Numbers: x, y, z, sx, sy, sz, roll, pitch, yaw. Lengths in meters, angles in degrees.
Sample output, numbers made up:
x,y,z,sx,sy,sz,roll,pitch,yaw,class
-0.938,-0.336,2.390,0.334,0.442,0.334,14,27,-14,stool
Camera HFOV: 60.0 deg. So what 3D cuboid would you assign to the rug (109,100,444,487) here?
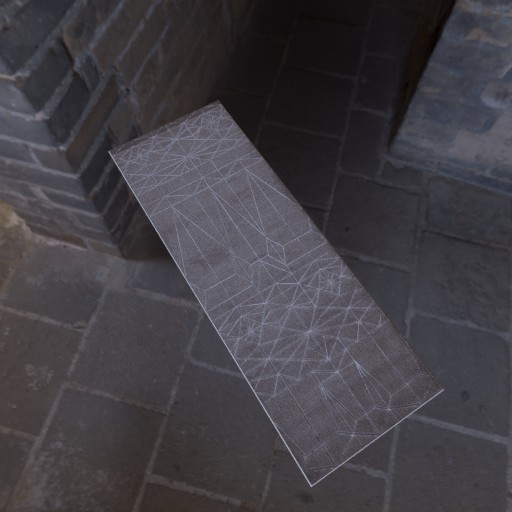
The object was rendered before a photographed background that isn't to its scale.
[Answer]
x,y,z,sx,sy,sz,roll,pitch,yaw,class
0.000,0.000,2.683,0.864,0.012,2.388,-30,69,-13,rug
